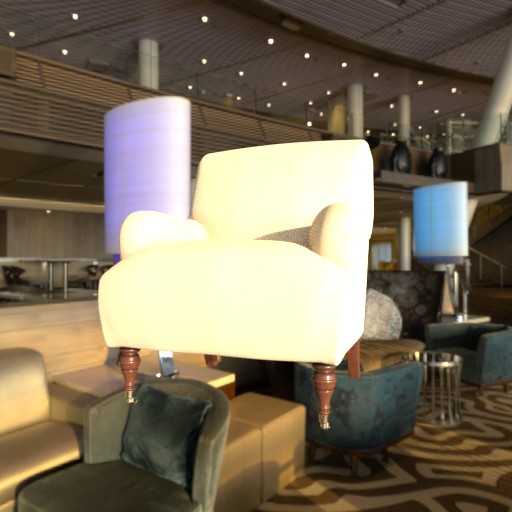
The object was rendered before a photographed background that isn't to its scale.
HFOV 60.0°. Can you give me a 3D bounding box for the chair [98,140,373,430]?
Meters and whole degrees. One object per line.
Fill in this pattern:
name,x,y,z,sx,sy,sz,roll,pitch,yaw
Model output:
chair,0.000,0.000,1.573,0.766,0.944,0.842,0,-1,20
